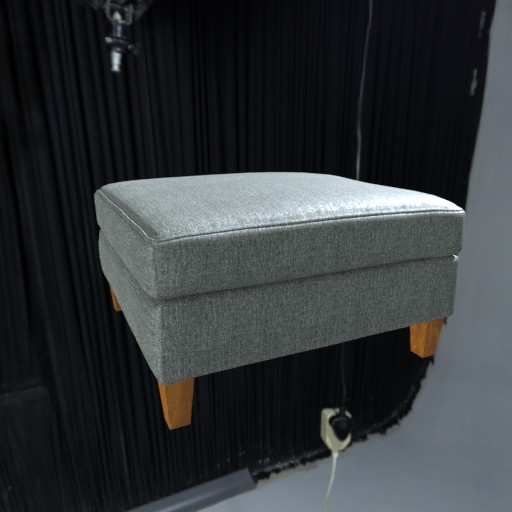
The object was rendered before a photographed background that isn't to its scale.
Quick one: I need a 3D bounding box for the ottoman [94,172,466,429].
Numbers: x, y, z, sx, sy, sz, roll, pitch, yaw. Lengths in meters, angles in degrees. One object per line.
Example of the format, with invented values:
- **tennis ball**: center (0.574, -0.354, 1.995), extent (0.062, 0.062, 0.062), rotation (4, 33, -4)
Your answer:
- **ottoman**: center (0.000, 0.000, 1.362), extent (0.838, 0.481, 0.838), rotation (-7, 17, -25)
